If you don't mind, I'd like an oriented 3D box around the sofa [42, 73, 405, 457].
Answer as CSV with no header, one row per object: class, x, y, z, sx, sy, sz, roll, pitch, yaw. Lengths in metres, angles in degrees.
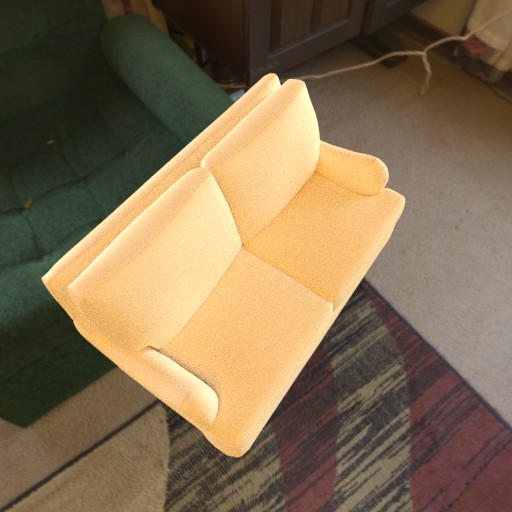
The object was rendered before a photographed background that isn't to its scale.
sofa,0.000,0.000,2.529,1.084,1.101,1.853,31,63,18
